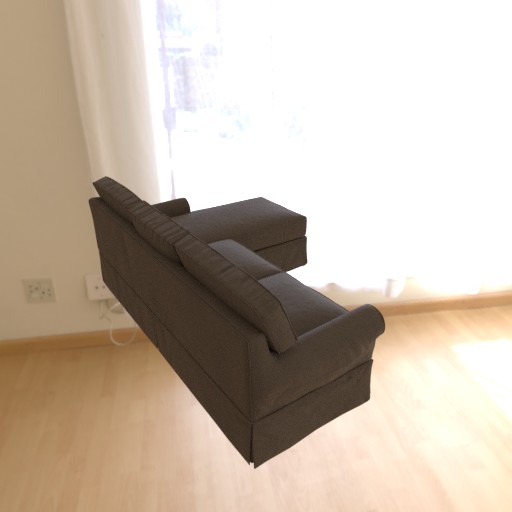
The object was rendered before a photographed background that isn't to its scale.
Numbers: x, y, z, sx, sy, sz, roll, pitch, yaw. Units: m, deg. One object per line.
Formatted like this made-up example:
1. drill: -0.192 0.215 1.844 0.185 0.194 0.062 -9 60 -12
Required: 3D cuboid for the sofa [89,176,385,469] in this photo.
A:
1. sofa: 0.000 0.000 3.354 1.733 0.978 2.475 -17 31 -31
